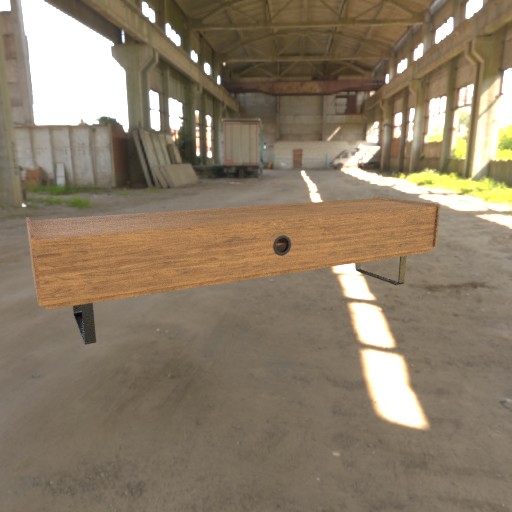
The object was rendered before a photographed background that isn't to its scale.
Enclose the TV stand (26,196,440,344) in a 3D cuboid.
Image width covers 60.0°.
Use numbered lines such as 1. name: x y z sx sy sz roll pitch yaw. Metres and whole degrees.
1. TV stand: 0.000 0.000 1.998 1.796 0.415 0.467 -7 15 -27
